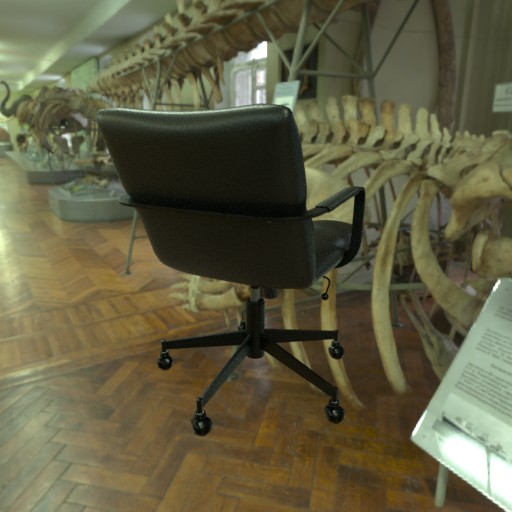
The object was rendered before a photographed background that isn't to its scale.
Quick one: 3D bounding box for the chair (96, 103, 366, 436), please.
[{"bbox_3d":[0.000,0.000,1.472,0.719,0.922,0.748,9,18,27],"label":"chair"}]
